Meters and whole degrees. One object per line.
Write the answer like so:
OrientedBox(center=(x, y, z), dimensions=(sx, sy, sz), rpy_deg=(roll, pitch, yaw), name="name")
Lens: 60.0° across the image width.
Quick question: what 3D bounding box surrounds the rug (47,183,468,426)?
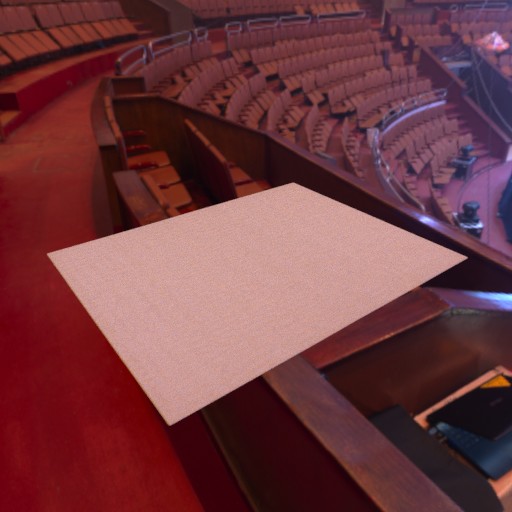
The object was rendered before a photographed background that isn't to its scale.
OrientedBox(center=(0.000, 0.000, 4.091), dimensions=(3.055, 0.021, 2.410), rpy_deg=(-21, 36, -32), name="rug")
